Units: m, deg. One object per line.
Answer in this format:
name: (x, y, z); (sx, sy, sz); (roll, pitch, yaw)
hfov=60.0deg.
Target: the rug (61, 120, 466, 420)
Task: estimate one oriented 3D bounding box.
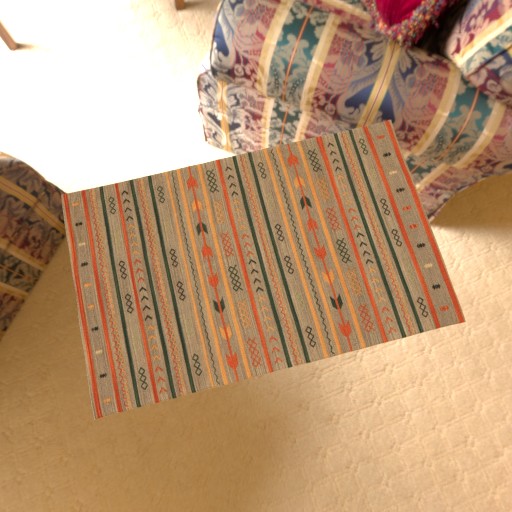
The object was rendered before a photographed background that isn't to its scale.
rug: (0.000, 0.000, 2.996); (2.439, 0.029, 1.537); (-14, 75, -4)
